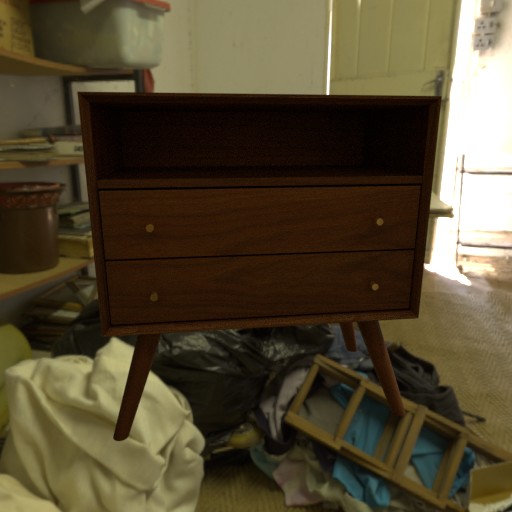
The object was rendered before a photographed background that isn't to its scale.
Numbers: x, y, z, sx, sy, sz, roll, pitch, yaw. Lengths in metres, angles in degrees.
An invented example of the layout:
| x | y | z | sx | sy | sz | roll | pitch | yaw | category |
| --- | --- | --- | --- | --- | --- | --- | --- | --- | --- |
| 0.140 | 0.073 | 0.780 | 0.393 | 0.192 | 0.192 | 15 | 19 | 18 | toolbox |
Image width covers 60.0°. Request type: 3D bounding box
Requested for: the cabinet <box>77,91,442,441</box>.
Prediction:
| x | y | z | sx | sy | sz | roll | pitch | yaw | category |
| --- | --- | --- | --- | --- | --- | --- | --- | --- | --- |
| 0.000 | 0.000 | 1.130 | 0.712 | 0.748 | 0.388 | -2 | 16 | -8 | cabinet |
